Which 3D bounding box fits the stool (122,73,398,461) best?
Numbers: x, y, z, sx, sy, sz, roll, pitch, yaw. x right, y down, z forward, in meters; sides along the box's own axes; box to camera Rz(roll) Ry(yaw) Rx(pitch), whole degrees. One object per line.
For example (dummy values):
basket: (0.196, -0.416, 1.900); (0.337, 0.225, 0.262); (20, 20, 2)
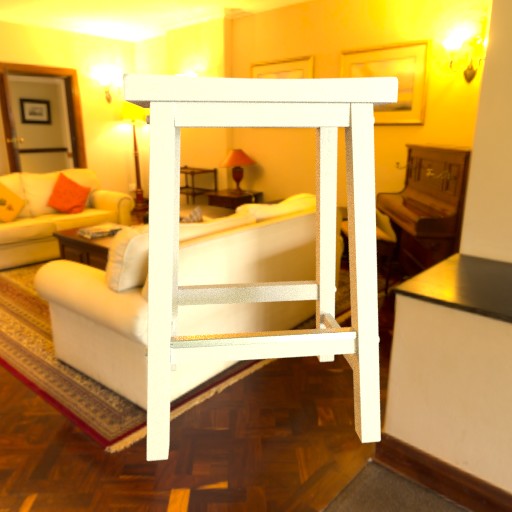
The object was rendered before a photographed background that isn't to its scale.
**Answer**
stool: (0.000, 0.000, 0.833); (0.406, 0.610, 0.322); (-2, 16, -7)
